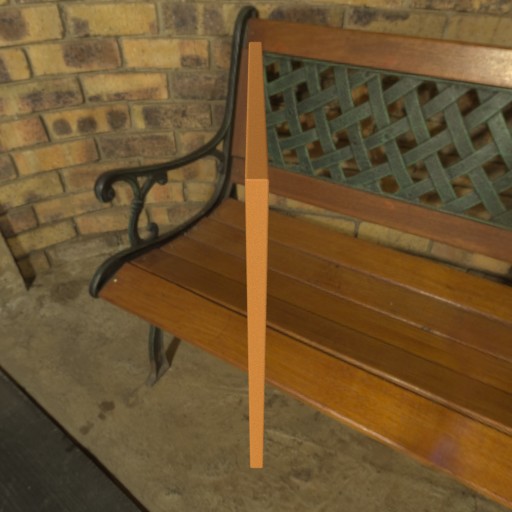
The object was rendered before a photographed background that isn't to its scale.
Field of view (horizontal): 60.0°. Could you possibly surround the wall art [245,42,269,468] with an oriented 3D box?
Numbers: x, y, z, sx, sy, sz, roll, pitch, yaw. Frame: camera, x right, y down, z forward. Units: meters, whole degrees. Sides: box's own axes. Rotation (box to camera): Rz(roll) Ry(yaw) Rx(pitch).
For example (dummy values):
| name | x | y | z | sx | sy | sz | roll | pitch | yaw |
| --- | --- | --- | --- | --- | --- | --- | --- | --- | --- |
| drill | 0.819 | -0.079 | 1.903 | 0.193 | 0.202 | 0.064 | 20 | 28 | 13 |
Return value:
| name | x | y | z | sx | sy | sz | roll | pitch | yaw |
| --- | --- | --- | --- | --- | --- | --- | --- | --- | --- |
| wall art | 0.000 | 0.000 | 0.509 | 0.015 | 0.379 | 0.310 | 0 | 40 | 0 |
